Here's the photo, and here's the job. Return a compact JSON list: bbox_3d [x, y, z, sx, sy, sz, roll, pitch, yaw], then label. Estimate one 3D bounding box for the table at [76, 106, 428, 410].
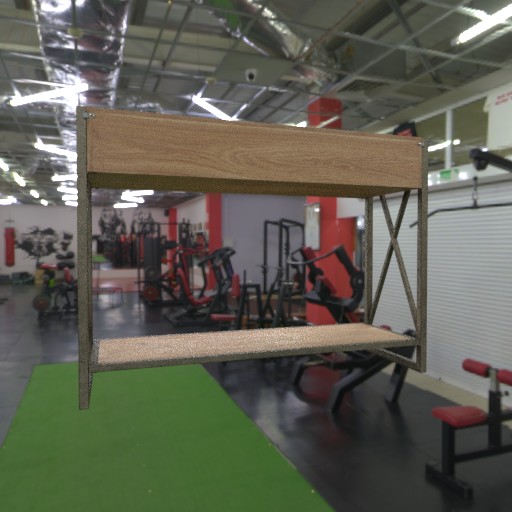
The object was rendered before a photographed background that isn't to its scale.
[{"bbox_3d":[0.000,0.000,1.444,1.059,0.763,0.361,0,1,-18],"label":"table"}]
